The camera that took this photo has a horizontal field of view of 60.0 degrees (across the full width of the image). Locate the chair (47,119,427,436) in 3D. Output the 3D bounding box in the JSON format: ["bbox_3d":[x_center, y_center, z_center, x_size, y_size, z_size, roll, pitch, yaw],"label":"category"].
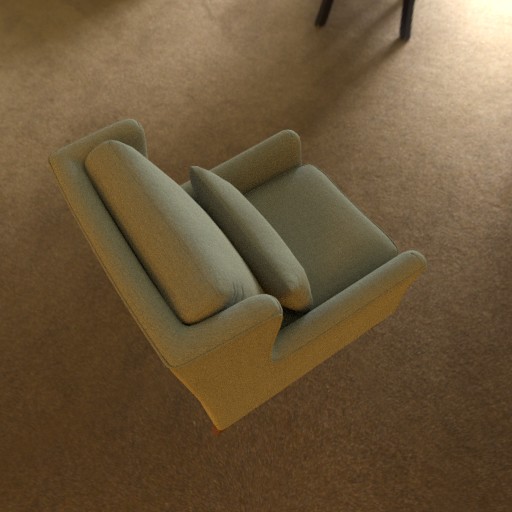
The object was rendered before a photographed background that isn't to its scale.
[{"bbox_3d":[0.000,0.000,1.741,1.040,1.056,0.866,-30,62,-17],"label":"chair"}]
